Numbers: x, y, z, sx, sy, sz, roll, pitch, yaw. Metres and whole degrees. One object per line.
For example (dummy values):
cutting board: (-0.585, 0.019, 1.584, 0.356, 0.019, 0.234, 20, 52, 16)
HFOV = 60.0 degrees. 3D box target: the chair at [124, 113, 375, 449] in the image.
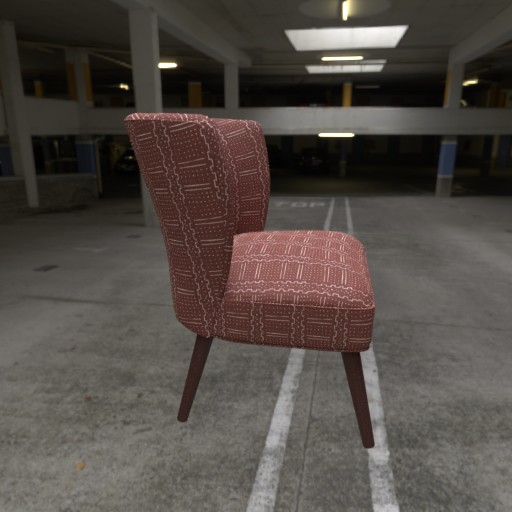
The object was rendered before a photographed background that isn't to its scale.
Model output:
chair: (0.000, 0.000, 1.419, 0.758, 0.866, 0.706, 3, 16, 10)
